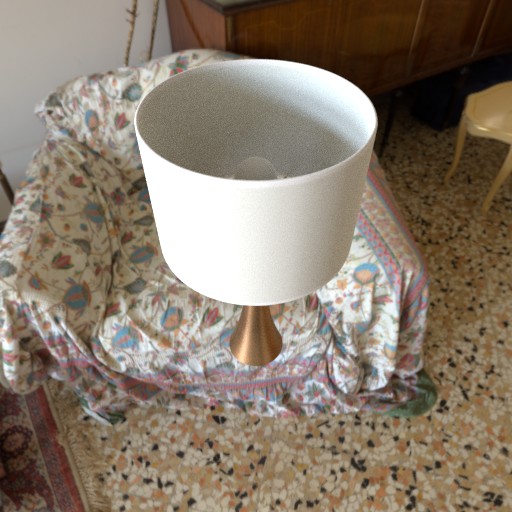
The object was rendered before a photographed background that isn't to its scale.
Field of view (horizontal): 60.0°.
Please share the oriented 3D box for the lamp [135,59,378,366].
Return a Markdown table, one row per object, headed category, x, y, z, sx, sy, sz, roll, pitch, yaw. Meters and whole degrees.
| category | x | y | z | sx | sy | sz | roll | pitch | yaw |
| --- | --- | --- | --- | --- | --- | --- | --- | --- | --- |
| lamp | 0.000 | 0.000 | 0.670 | 0.268 | 0.479 | 0.268 | 16 | 49 | 15 |
